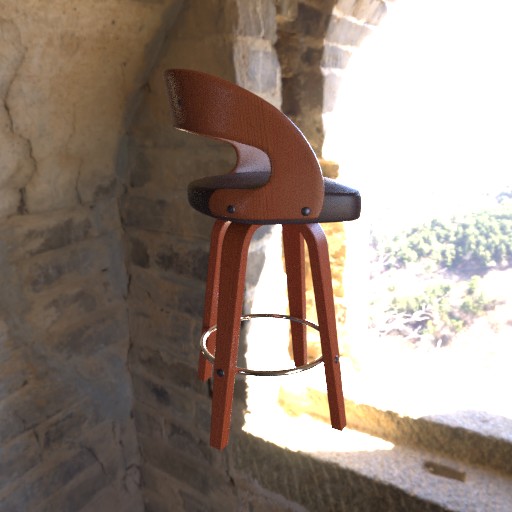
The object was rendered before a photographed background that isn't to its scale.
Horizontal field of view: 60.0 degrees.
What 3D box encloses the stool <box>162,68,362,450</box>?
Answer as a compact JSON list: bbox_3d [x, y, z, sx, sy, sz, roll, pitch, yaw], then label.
[{"bbox_3d":[0.000,0.000,1.224,0.457,0.940,0.457,-4,16,-12],"label":"stool"}]
